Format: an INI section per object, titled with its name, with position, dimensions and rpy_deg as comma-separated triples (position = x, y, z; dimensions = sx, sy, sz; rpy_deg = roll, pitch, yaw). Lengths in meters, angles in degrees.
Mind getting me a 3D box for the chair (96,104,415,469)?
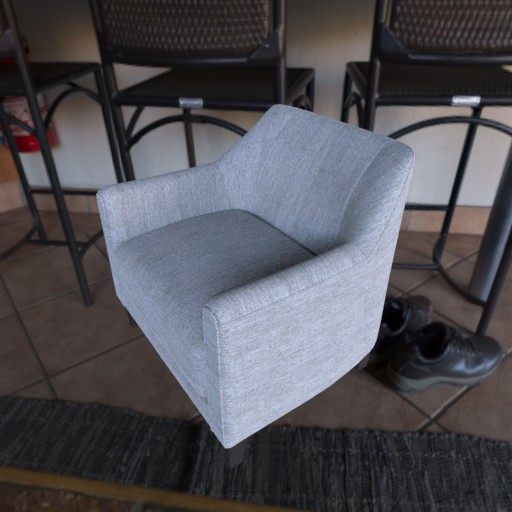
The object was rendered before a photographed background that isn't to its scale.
[chair]
position = 0.000, 0.000, 1.439
dimensions = 0.758, 0.761, 0.796
rpy_deg = -20, 37, -29
